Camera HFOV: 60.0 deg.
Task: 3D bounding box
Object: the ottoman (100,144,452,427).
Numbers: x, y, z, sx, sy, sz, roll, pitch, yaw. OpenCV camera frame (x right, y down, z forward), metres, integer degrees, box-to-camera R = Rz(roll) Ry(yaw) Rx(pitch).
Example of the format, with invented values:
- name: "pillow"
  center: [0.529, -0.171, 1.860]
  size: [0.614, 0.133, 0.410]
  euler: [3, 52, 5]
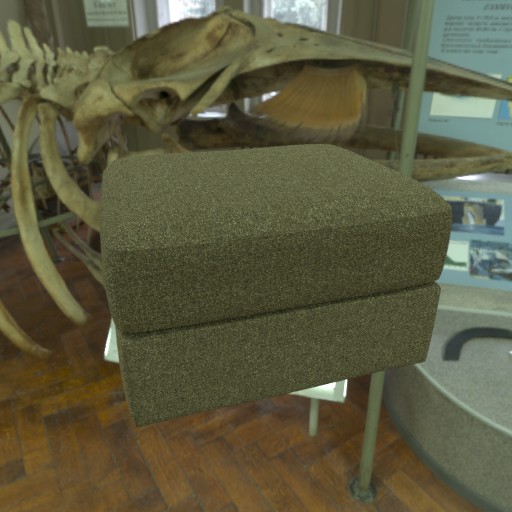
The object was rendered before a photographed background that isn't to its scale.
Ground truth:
- name: "ottoman"
  center: [0.000, 0.000, 1.153]
  size: [0.742, 0.476, 0.598]
  euler: [-8, 27, -16]
